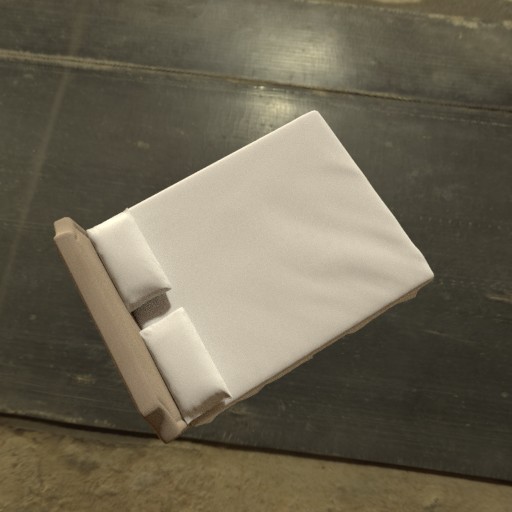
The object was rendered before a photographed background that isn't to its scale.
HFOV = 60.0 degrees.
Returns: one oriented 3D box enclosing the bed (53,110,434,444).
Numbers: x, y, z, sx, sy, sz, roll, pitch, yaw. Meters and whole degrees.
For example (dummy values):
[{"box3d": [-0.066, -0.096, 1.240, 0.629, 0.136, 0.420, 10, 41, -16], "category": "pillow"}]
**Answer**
[{"box3d": [0.000, 0.000, 3.703, 2.498, 1.293, 1.977, -30, 77, -7], "category": "bed"}]
